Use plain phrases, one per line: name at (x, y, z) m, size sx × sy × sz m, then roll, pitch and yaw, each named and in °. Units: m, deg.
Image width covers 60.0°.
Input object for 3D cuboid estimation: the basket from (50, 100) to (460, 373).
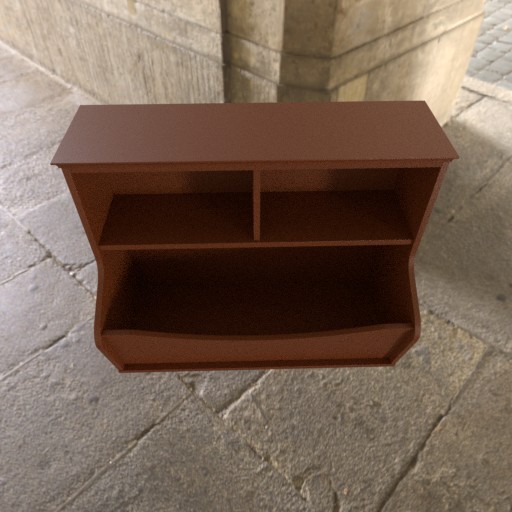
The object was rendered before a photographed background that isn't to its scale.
basket at (0.000, 0.000, 1.112) m, size 0.792 × 0.625 × 0.376 m, roll -1°, pitch 46°, yaw -1°
